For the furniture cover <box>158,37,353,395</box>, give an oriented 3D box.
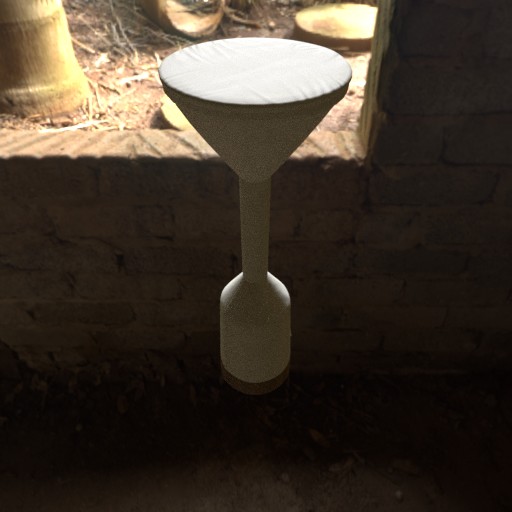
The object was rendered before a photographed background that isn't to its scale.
[{"bbox_3d":[0.000,0.000,2.893,0.914,2.413,0.914,-24,47,-25],"label":"furniture cover"}]
